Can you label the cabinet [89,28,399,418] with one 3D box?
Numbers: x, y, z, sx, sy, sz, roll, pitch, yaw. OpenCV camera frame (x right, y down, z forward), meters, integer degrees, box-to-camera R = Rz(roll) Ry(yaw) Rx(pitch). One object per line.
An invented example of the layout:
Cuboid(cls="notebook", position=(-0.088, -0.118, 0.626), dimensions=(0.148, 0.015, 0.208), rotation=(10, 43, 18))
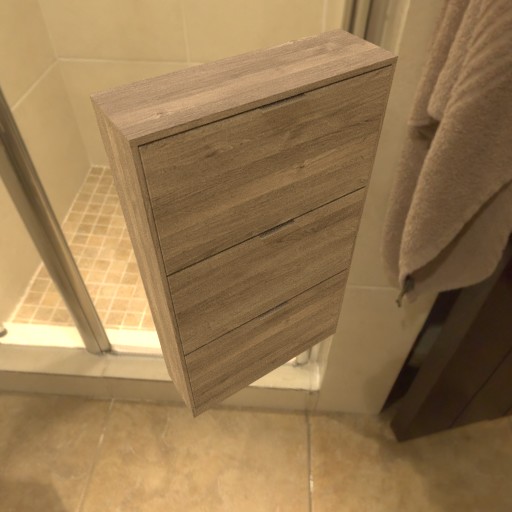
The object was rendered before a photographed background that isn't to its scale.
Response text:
Cuboid(cls="cabinet", position=(0.000, 0.000, 1.545), dimensions=(0.750, 1.280, 0.250), rotation=(-25, 51, -22))
